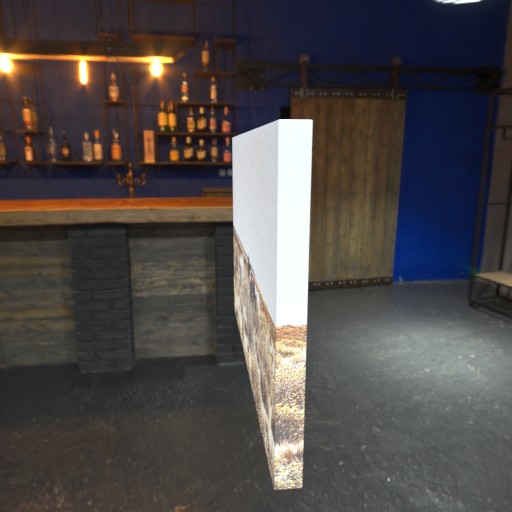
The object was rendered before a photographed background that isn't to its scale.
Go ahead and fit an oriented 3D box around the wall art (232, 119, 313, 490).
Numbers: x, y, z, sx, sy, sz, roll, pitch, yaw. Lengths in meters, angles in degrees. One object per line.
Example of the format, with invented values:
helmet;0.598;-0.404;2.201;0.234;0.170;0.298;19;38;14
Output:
wall art;0.000;0.000;1.134;0.050;0.610;0.914;-2;14;-7
